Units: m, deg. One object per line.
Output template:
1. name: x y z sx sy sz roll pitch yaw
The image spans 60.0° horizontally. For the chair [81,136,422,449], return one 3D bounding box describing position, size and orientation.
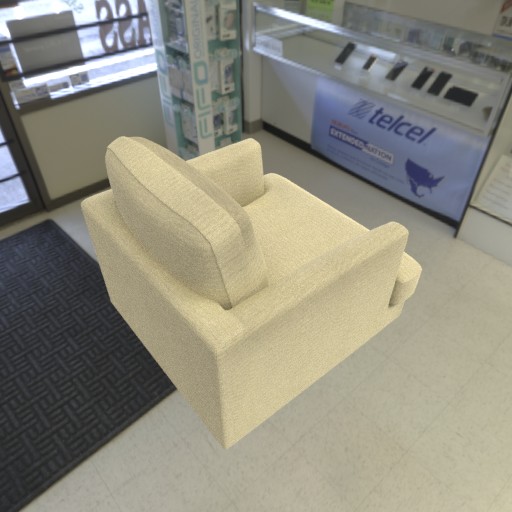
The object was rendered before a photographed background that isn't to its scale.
1. chair: 0.000 0.000 1.628 0.899 0.957 0.858 -28 49 -28
